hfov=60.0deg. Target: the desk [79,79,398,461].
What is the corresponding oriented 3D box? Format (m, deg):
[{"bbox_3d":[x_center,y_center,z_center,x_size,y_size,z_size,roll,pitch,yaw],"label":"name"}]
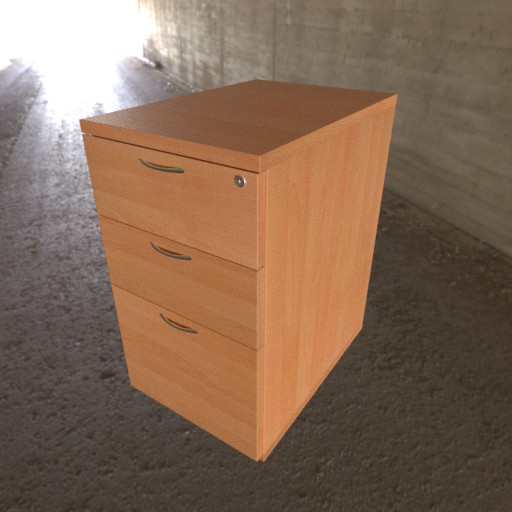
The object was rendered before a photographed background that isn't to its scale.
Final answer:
[{"bbox_3d":[0.000,0.000,1.113,0.404,0.730,0.600,19,35,29],"label":"desk"}]
